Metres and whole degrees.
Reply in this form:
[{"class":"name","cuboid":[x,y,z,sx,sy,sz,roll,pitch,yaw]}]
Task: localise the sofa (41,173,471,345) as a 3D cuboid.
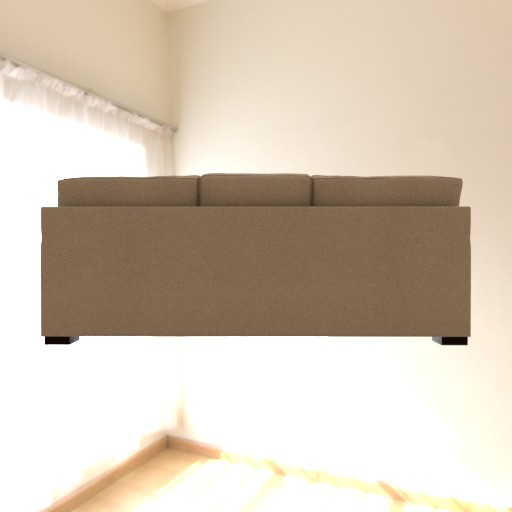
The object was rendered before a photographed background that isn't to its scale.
[{"class":"sofa","cuboid":[0.000,0.000,2.876,2.087,0.861,1.496,0,0,0]}]
